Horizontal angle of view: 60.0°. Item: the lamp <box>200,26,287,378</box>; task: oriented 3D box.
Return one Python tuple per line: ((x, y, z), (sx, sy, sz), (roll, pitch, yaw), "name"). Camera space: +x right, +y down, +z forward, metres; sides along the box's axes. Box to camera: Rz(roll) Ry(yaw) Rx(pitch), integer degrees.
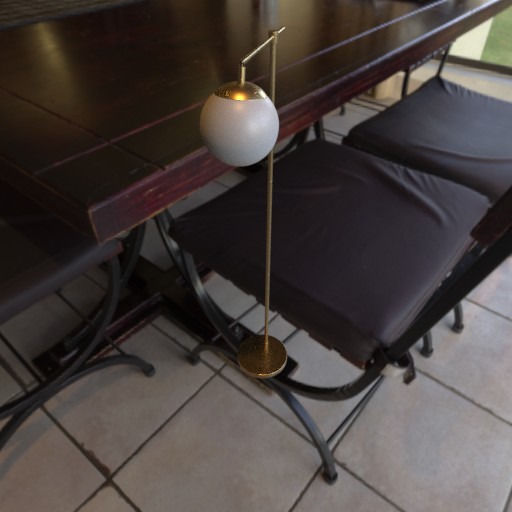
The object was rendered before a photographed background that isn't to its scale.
((0.000, 0.000, 1.684), (0.249, 1.505, 0.476), (14, 43, 15), "lamp")
